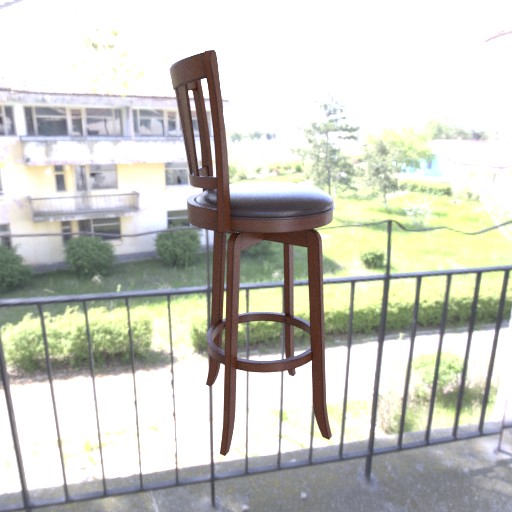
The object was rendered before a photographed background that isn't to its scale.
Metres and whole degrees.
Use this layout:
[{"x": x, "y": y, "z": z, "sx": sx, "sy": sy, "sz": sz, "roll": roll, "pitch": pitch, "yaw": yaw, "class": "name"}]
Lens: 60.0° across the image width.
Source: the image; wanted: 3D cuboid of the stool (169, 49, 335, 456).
[{"x": 0.000, "y": 0.000, "z": 1.466, "sx": 0.503, "sy": 1.177, "sz": 0.464, "roll": -4, "pitch": 17, "yaw": -12, "class": "stool"}]
